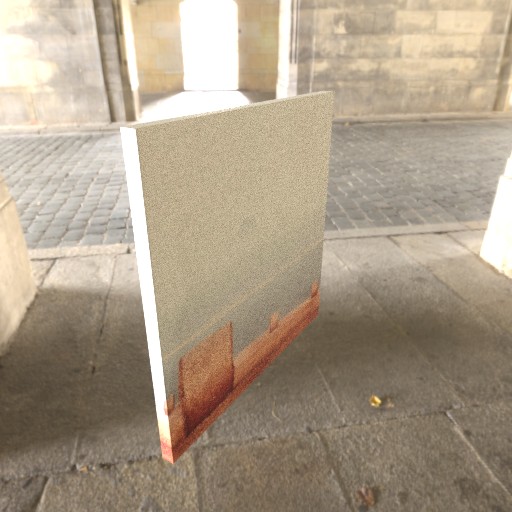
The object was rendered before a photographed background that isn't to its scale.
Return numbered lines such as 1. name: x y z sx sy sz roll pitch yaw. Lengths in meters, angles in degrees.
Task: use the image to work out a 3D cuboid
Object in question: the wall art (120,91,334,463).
1. wall art: 0.000 0.000 1.165 0.042 0.760 0.760 16 30 30
